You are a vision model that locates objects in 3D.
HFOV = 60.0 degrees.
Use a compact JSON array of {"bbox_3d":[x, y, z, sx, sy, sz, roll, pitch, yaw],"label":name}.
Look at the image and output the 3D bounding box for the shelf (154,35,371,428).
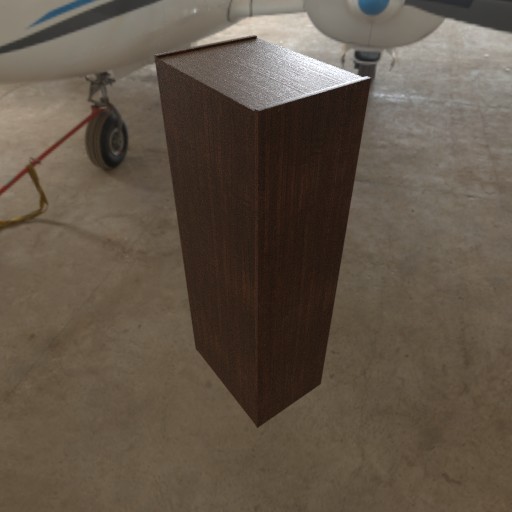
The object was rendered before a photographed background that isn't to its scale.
[{"bbox_3d":[0.000,0.000,1.330,0.290,1.099,0.415,-25,47,-27],"label":"shelf"}]
